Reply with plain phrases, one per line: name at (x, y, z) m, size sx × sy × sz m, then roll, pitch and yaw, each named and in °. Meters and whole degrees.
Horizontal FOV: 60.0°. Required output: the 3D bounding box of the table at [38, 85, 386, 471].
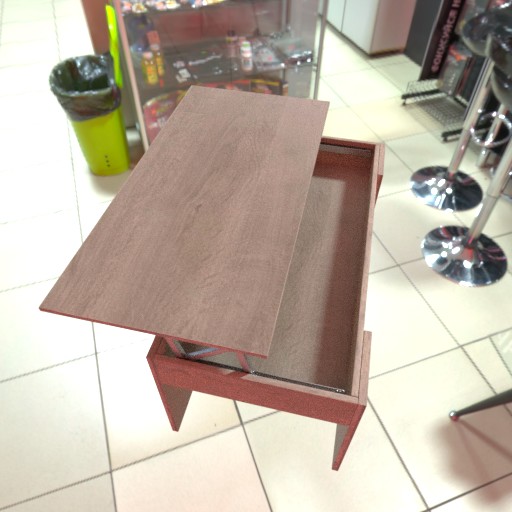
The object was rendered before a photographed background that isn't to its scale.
table at (0.000, 0.000, 1.419) m, size 0.711 × 0.570 × 1.000 m, roll 10°, pitch 49°, yaw 9°
